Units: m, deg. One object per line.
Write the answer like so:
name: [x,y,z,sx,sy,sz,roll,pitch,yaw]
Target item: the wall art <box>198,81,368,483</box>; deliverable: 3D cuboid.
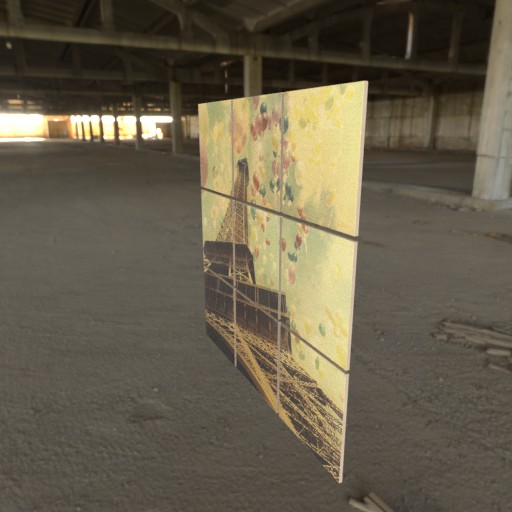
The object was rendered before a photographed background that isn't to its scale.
wall art: [0.000,0.000,1.792,0.013,1.218,1.219,-8,18,-26]
